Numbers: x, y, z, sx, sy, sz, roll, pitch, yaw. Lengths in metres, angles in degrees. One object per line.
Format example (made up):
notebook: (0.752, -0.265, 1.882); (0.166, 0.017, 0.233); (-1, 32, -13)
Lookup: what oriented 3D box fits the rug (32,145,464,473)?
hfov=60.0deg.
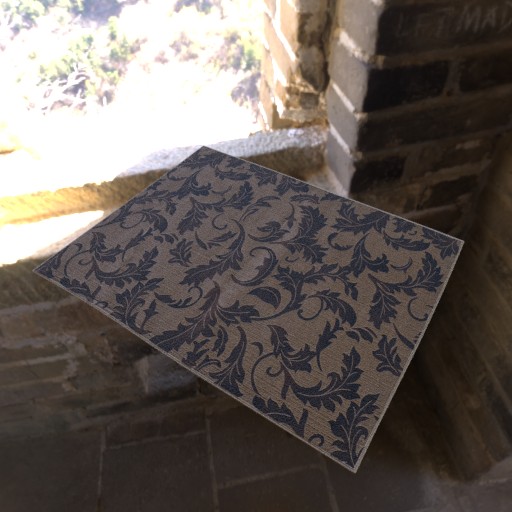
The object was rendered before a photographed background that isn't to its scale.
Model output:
rug: (0.000, 0.000, 3.866); (2.977, 0.008, 2.380); (25, 50, 22)
